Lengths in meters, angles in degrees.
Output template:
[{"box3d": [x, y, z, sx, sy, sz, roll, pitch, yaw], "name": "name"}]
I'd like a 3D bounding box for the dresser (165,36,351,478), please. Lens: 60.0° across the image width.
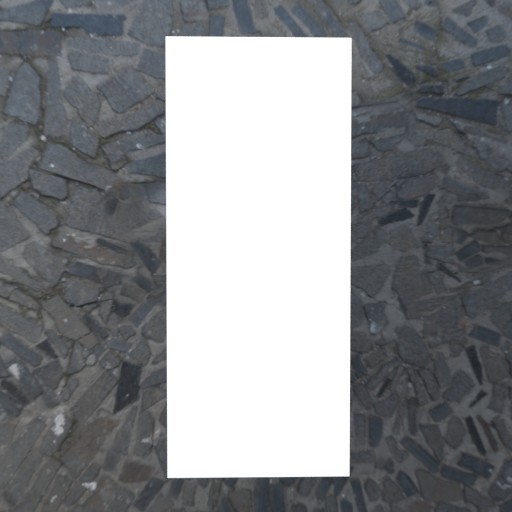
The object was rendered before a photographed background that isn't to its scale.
[{"box3d": [0.000, 0.000, 1.517, 0.460, 0.820, 1.100, 0, 91, -1], "name": "dresser"}]
